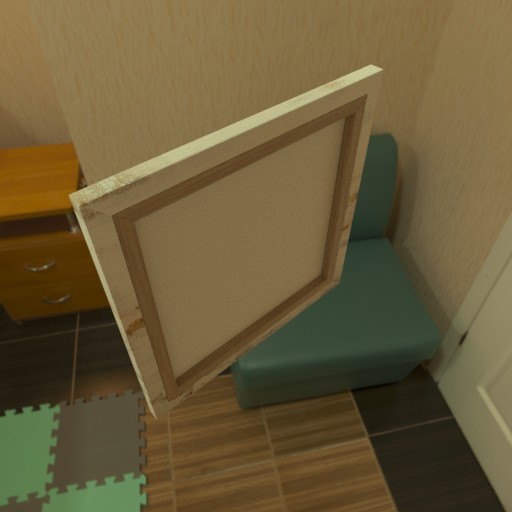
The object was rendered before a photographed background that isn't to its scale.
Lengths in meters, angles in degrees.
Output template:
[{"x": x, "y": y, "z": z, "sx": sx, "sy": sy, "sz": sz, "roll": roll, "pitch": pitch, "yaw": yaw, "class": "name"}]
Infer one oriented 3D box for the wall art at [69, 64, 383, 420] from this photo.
[{"x": 0.000, "y": 0.000, "z": 1.130, "sx": 0.753, "sy": 0.755, "sz": 0.038, "roll": -32, "pitch": 54, "yaw": -27, "class": "wall art"}]
